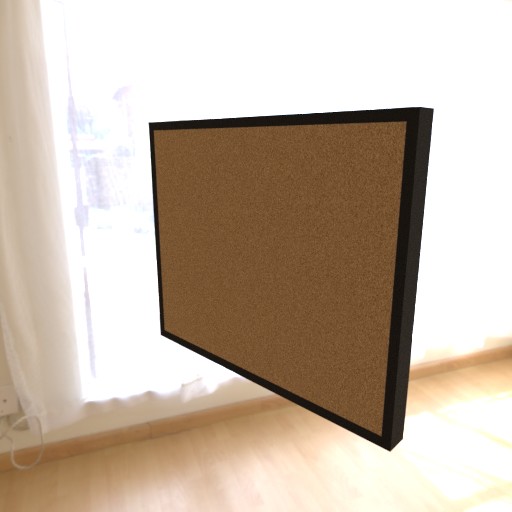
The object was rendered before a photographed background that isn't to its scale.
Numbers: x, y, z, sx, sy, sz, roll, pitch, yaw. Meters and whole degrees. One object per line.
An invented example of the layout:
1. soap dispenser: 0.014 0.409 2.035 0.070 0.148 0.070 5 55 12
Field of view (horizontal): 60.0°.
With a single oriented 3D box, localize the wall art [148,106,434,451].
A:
1. wall art: 0.000 0.000 0.542 0.397 0.325 0.028 13 19 42
